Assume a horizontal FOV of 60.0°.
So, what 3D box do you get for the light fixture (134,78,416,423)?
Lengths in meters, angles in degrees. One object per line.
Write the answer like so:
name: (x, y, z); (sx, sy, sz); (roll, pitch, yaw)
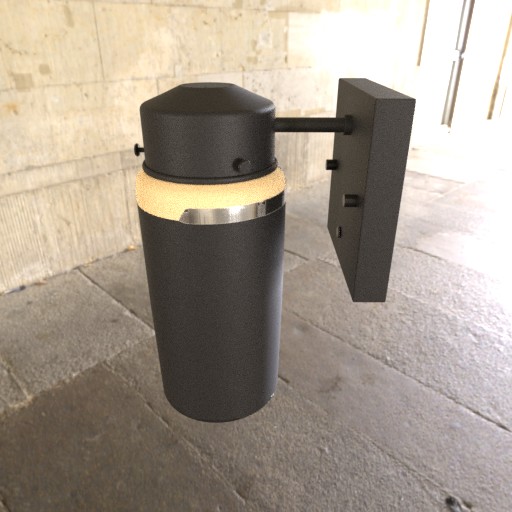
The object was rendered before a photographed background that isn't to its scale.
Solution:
light fixture: (0.000, 0.000, 0.355); (0.176, 0.257, 0.130); (0, 27, 1)
